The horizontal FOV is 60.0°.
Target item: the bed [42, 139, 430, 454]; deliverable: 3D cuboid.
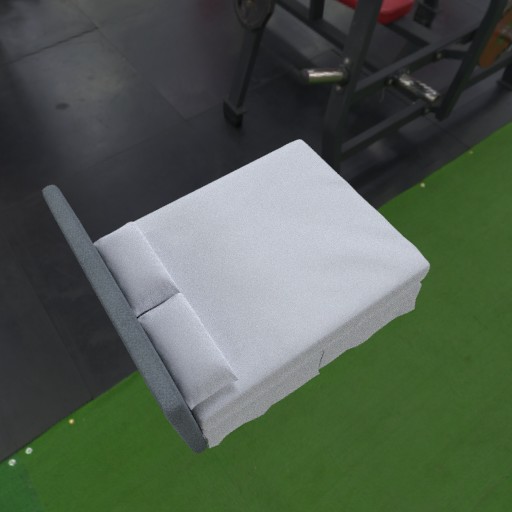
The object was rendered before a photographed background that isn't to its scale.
[{"bbox_3d":[0.000,0.000,3.244,2.142,1.330,1.713,-30,63,-17],"label":"bed"}]
